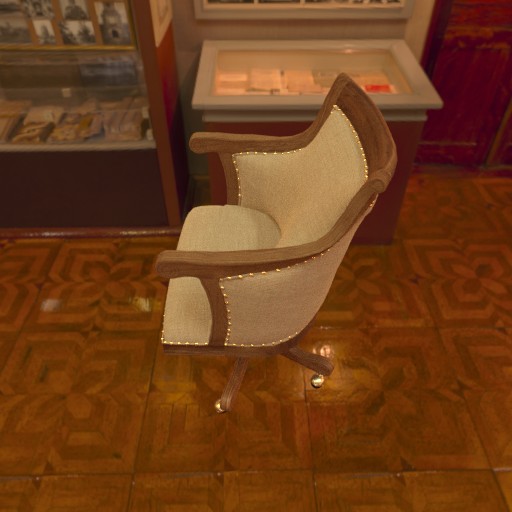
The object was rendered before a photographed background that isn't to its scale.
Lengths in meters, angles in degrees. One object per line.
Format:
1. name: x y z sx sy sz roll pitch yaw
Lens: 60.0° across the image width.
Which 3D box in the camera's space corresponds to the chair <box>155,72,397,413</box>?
1. chair: 0.000 0.000 1.443 0.689 0.965 0.656 1 42 1
